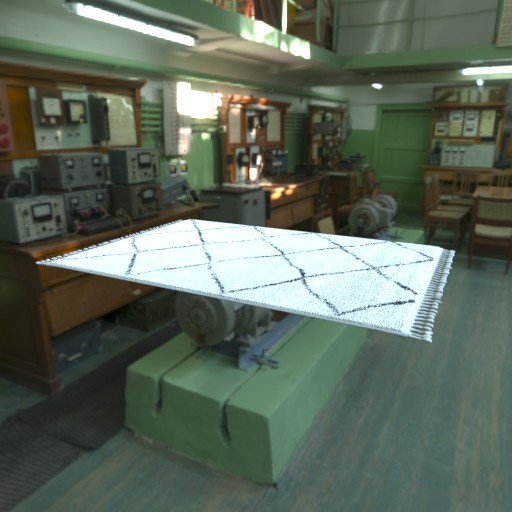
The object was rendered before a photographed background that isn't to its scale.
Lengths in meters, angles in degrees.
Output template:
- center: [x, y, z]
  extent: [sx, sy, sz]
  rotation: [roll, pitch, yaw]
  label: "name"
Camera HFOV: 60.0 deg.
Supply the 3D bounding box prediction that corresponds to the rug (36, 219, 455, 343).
- center: [0.000, 0.000, 2.877]
  extent: [2.307, 0.031, 1.494]
  rotation: [8, 18, 26]
  label: "rug"
